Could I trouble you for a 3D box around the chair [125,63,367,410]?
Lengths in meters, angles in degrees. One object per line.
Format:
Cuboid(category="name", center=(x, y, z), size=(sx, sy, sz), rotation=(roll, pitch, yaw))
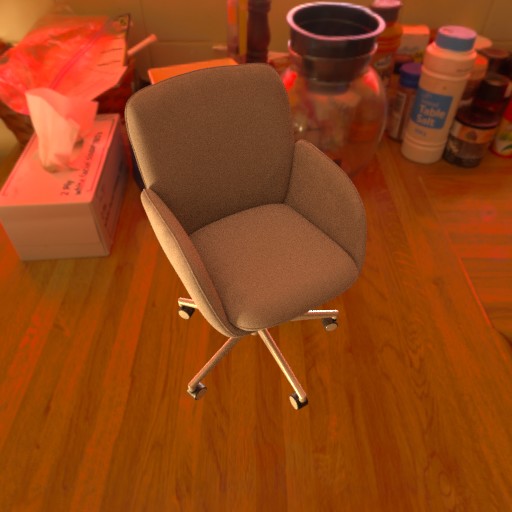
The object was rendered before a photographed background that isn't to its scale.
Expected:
Cuboid(category="chair", center=(0.000, 0.000, 1.407), size=(0.648, 0.959, 0.654), rotation=(-22, 49, -21))
